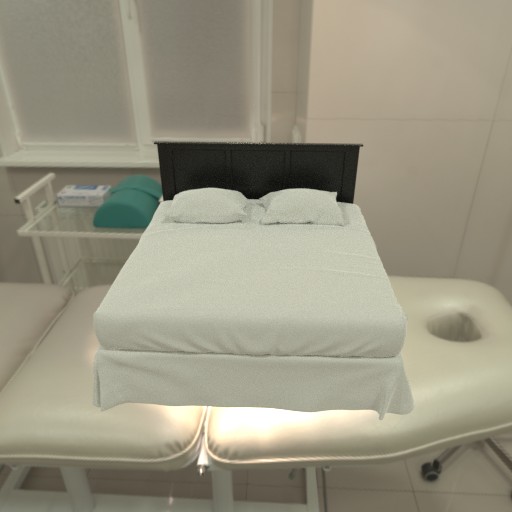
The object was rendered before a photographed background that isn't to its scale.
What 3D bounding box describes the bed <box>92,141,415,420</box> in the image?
[{"bbox_3d":[0.000,0.000,3.618,2.315,1.271,2.219,1,29,2],"label":"bed"}]
